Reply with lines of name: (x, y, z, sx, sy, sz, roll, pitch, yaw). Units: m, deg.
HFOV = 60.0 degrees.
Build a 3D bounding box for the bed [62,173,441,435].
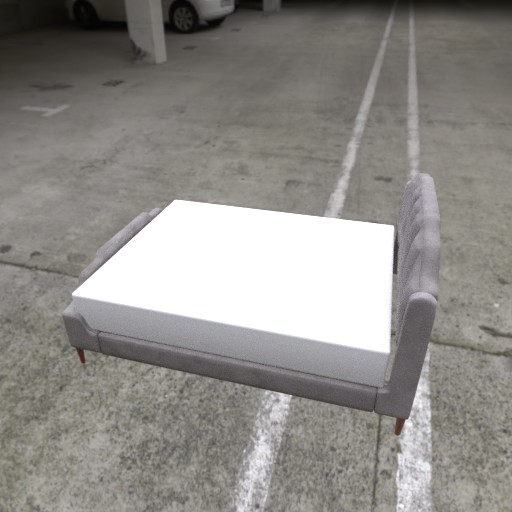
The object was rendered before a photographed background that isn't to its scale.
bed: (0.000, 0.000, 3.331, 2.340, 1.245, 1.676, 8, 32, 14)
